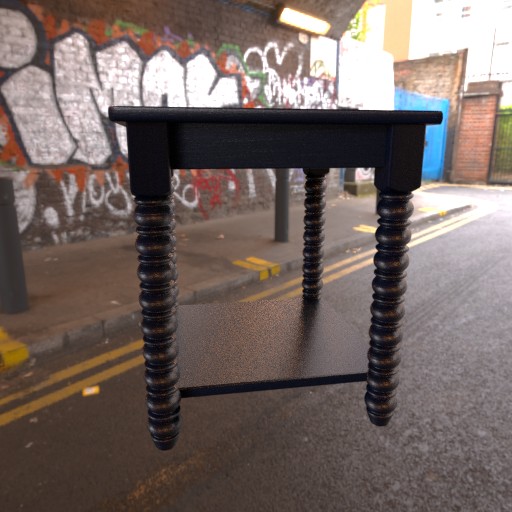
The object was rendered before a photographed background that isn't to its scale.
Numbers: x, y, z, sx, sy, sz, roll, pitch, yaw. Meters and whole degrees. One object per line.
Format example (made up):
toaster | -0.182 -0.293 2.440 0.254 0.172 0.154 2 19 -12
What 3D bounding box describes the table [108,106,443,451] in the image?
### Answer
table | 0.000 0.000 0.960 0.500 0.567 0.533 -2 14 -10
